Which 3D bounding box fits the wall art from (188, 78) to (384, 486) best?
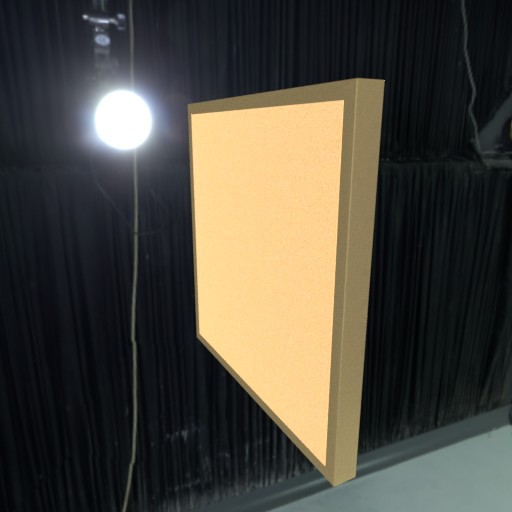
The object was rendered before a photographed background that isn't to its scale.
[{"bbox_3d":[0.000,0.000,0.448,0.023,0.305,0.305,-8,18,-27],"label":"wall art"}]
